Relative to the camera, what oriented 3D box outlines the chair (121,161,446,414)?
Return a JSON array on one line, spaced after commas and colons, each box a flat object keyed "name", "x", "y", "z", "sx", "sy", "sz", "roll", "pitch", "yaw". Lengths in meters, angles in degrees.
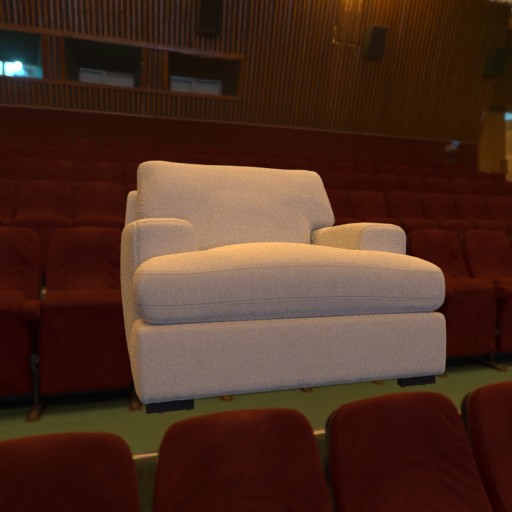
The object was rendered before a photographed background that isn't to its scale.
[{"name": "chair", "x": 0.000, "y": 0.000, "z": 1.955, "sx": 1.140, "sy": 0.930, "sz": 1.158, "roll": 0, "pitch": 0, "yaw": -18}]
